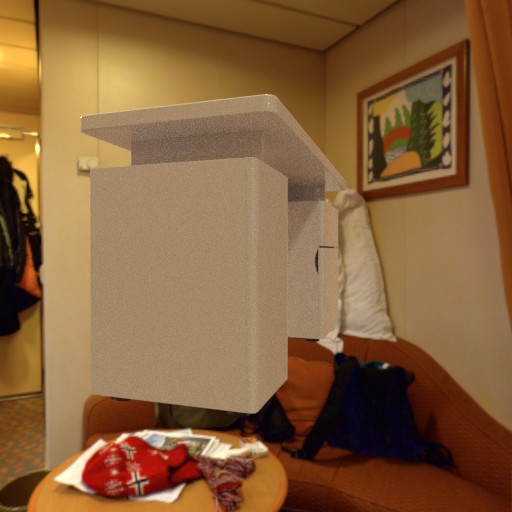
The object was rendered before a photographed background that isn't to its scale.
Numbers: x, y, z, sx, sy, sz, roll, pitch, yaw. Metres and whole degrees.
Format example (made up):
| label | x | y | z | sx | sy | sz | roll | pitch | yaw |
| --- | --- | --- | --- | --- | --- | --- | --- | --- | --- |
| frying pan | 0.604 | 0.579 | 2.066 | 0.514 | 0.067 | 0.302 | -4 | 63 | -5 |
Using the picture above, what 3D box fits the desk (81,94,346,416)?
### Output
| label | x | y | z | sx | sy | sz | roll | pitch | yaw |
| --- | --- | --- | --- | --- | --- | --- | --- | --- | --- |
| desk | 0.000 | 0.000 | 1.769 | 0.550 | 0.762 | 1.400 | 0 | 1 | 18 |
